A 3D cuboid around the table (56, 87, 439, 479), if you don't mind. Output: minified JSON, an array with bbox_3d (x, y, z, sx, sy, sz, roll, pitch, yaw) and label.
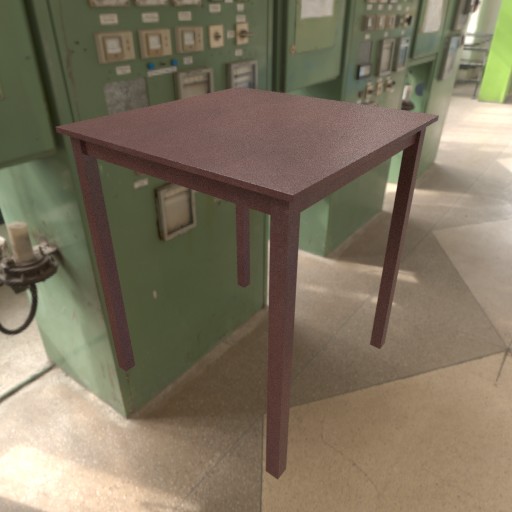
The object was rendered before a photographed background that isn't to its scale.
[{"bbox_3d":[0.000,0.000,1.651,0.861,0.991,0.861,22,37,32],"label":"table"}]
